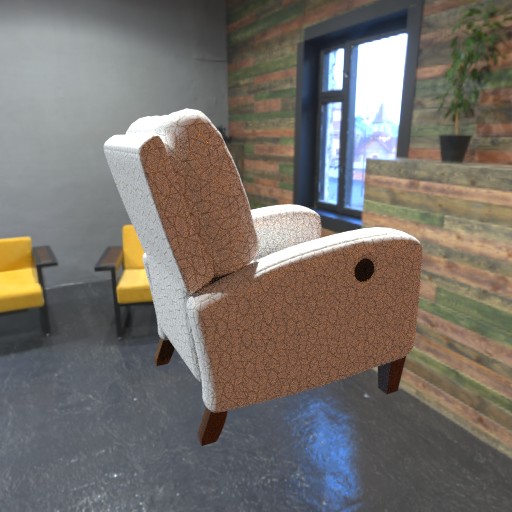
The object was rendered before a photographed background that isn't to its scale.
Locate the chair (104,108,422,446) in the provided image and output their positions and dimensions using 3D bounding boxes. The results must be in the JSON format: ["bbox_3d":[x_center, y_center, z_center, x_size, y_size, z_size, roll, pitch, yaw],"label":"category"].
[{"bbox_3d":[0.000,0.000,1.750,0.995,1.064,0.796,-7,17,-25],"label":"chair"}]
